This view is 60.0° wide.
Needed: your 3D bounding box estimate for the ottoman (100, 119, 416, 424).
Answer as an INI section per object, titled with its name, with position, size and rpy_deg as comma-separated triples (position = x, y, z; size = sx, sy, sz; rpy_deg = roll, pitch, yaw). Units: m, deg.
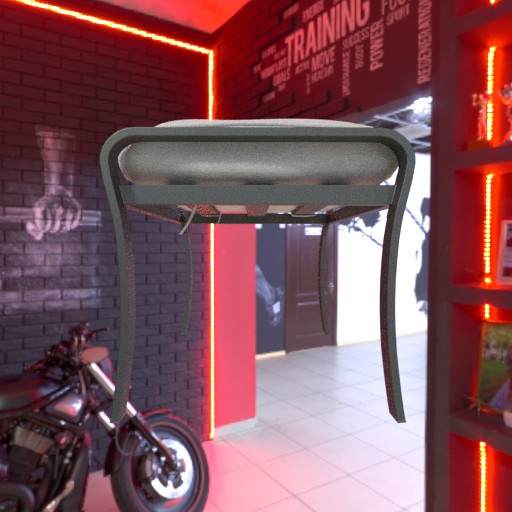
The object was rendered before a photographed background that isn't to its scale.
[ottoman]
position = 0.000, 0.000, 0.875
size = 0.406, 0.422, 0.610
rpy_deg = 0, 1, 0
